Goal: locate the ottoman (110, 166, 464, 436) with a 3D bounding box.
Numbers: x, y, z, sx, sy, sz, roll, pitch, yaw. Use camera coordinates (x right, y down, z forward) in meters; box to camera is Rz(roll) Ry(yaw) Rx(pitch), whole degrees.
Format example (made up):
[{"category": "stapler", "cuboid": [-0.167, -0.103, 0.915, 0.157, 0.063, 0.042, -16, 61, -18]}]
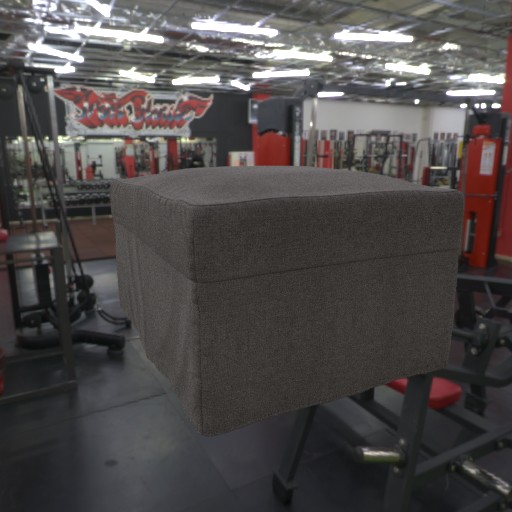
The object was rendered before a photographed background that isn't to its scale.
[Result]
[{"category": "ottoman", "cuboid": [0.000, 0.000, 1.238, 0.652, 0.492, 0.833, -6, 14, -26]}]
